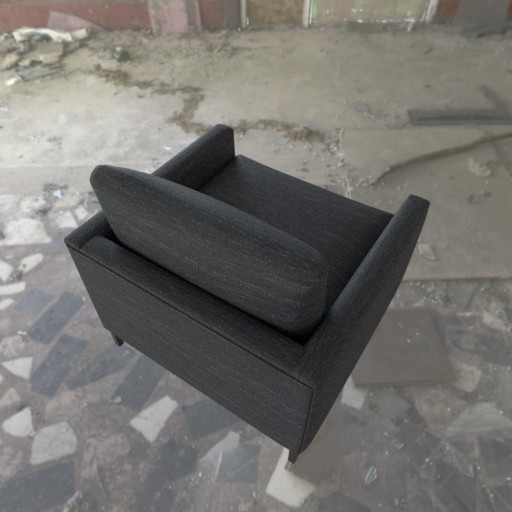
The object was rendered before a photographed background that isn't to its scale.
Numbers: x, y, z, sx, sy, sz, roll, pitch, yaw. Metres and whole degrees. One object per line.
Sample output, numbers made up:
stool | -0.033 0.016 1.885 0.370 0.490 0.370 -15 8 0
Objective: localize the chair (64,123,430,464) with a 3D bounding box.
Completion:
chair | 0.000 0.000 1.632 0.963 0.861 0.866 26 53 22
